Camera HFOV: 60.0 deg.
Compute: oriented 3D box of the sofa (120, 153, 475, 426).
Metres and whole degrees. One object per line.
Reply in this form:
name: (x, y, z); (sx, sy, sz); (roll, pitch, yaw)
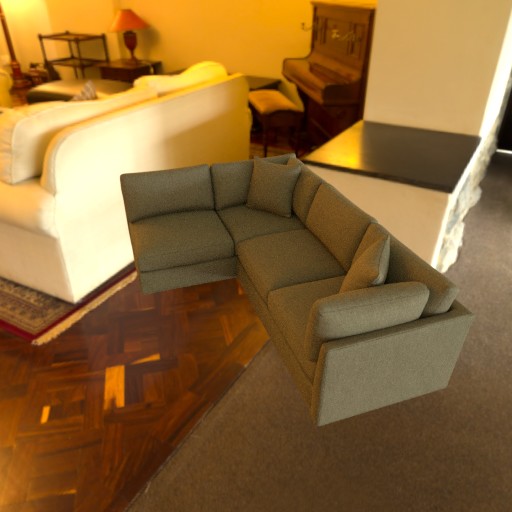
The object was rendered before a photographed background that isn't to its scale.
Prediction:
sofa: (0.000, 0.000, 3.833); (1.994, 0.978, 2.896); (-10, 33, -16)
